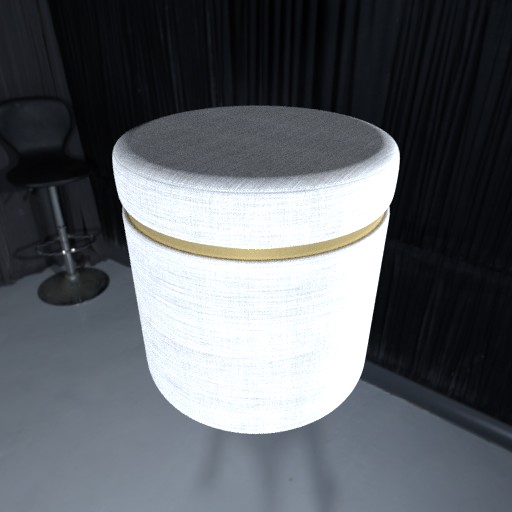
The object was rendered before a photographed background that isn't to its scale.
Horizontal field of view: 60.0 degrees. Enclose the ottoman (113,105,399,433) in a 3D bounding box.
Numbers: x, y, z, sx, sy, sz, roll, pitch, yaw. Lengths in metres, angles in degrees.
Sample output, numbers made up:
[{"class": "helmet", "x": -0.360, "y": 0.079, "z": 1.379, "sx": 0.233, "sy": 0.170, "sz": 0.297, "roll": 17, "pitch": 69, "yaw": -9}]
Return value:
[{"class": "ottoman", "x": 0.000, "y": 0.000, "z": 0.732, "sx": 0.400, "sy": 0.406, "sz": 0.400, "roll": 0, "pitch": 31, "yaw": 0}]
